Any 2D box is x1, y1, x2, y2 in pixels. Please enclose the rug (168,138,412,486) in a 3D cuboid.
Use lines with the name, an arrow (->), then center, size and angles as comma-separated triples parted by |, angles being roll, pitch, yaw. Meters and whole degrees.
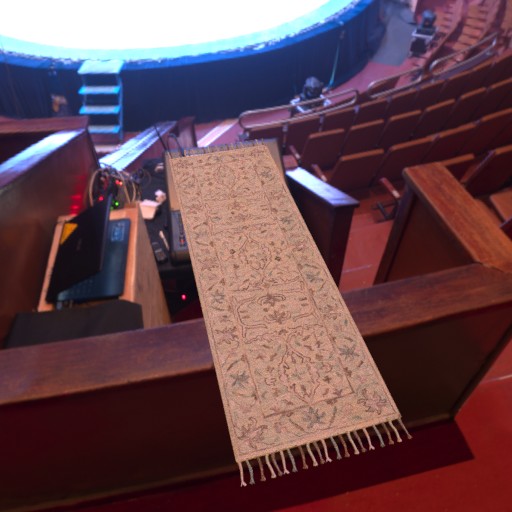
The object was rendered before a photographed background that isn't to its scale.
rug -> 0.000, 0.000, 2.661 | 0.769, 0.013, 2.440 | -11, 48, -10
